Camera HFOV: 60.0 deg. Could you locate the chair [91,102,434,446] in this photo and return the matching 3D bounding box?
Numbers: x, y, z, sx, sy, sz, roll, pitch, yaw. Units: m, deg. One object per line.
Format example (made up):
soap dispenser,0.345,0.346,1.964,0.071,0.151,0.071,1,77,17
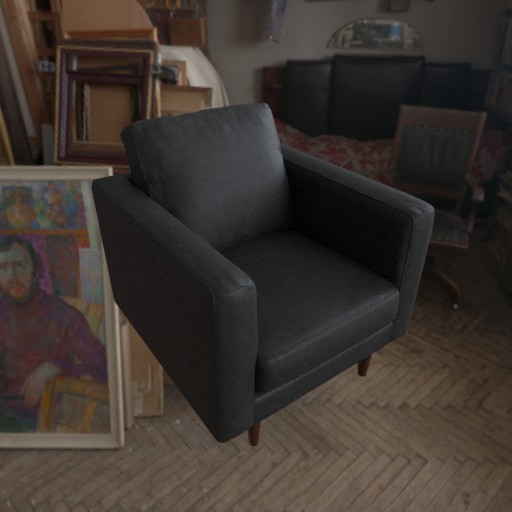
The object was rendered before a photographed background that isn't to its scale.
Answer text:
chair,0.000,0.000,1.574,0.831,0.898,0.879,-20,37,-30
